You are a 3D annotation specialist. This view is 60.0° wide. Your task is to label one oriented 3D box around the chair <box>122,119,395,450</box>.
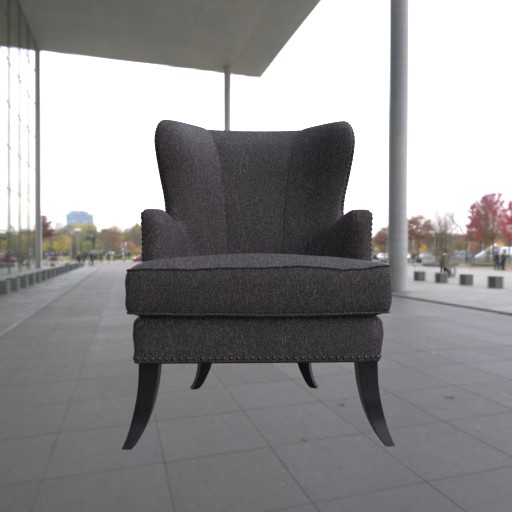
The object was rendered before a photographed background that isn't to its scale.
[{"bbox_3d":[0.000,0.000,1.574,0.759,1.060,0.758,0,0,-2],"label":"chair"}]
